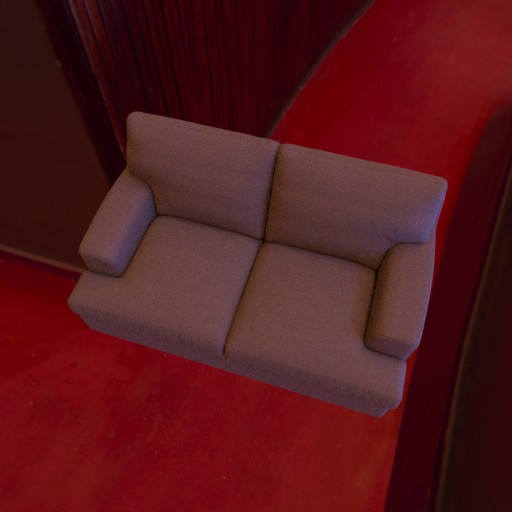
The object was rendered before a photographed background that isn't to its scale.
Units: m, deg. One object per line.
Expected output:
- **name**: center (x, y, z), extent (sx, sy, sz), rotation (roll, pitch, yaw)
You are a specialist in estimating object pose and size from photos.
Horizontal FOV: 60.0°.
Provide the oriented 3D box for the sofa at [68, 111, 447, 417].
- **sofa**: center (0.000, 0.000, 2.486), extent (1.869, 0.950, 1.140), rotation (15, 59, 9)
